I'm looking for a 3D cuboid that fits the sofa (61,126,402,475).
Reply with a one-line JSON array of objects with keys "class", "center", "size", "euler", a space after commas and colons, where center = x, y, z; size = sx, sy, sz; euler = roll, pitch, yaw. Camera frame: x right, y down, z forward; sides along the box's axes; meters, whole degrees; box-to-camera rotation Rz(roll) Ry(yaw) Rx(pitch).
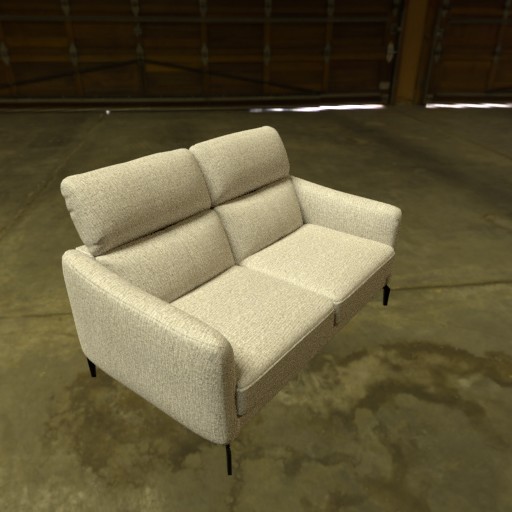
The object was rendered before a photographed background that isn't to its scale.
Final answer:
[{"class": "sofa", "center": [0.000, 0.000, 2.112], "size": [0.905, 0.950, 1.540], "euler": [19, 33, 33]}]
